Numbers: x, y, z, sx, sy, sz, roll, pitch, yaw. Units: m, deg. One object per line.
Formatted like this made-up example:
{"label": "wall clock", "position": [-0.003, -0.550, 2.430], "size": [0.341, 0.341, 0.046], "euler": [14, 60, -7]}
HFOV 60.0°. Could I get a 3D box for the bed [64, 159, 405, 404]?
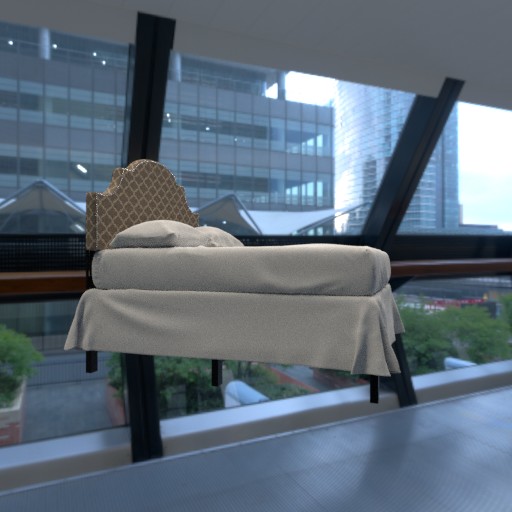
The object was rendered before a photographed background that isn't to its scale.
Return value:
{"label": "bed", "position": [0.000, 0.000, 3.516], "size": [2.222, 1.633, 1.780], "euler": [0, 0, 20]}
